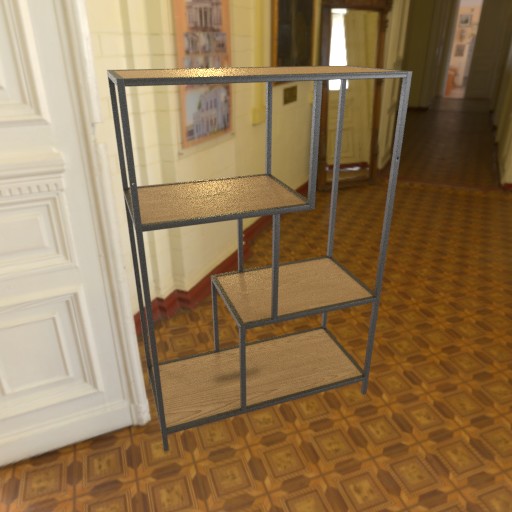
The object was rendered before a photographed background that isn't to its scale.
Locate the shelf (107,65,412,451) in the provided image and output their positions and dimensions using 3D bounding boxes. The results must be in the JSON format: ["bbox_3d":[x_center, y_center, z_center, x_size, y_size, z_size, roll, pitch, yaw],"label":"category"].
[{"bbox_3d":[0.000,0.000,1.472,0.770,1.138,0.350,-9,27,-18],"label":"shelf"}]
